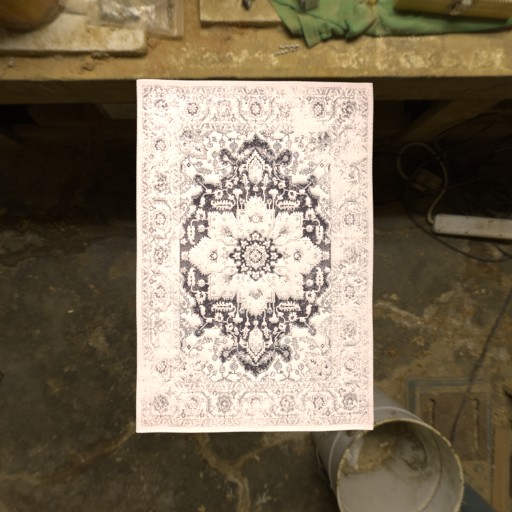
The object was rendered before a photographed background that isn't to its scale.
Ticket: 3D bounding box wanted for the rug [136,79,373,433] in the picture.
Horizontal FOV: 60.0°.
[{"bbox_3d":[0.000,0.000,2.287,1.223,0.008,1.813,0,90,-2],"label":"rug"}]
